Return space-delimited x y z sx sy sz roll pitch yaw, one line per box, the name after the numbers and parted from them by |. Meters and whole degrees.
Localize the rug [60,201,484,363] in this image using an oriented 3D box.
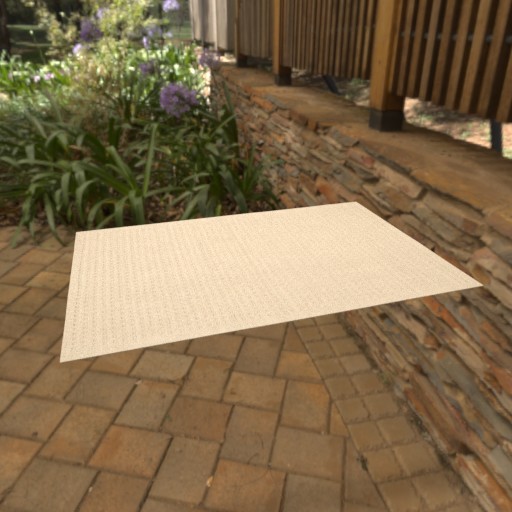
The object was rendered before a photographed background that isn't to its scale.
0.000 0.000 2.904 2.289 0.006 1.523 -8 27 -15 | rug
